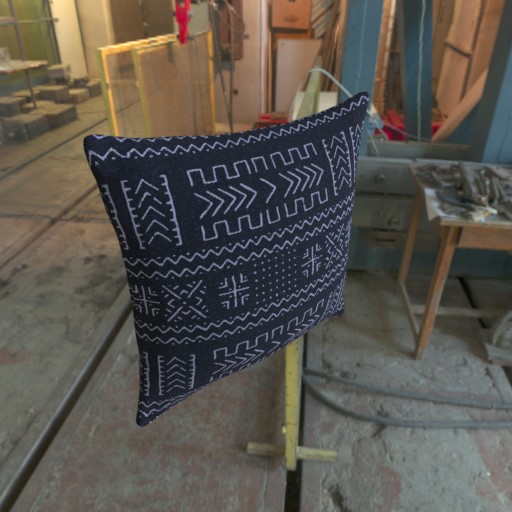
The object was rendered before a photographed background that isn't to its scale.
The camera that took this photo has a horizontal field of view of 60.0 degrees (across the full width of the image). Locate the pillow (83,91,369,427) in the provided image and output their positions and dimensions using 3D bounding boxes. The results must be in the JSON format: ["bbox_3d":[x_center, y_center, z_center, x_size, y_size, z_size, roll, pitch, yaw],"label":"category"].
[{"bbox_3d":[0.000,0.000,0.659,0.438,0.430,0.164,-22,37,-32],"label":"pillow"}]
